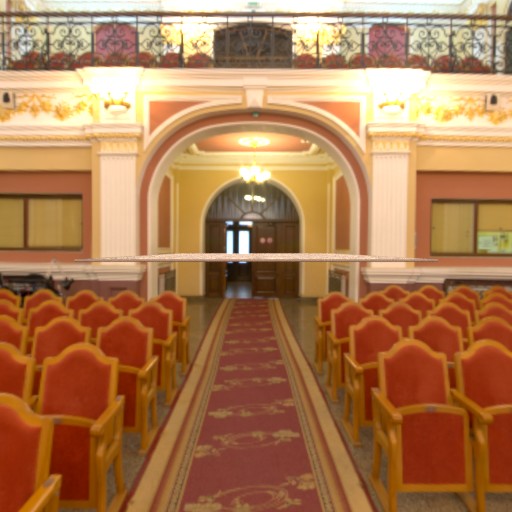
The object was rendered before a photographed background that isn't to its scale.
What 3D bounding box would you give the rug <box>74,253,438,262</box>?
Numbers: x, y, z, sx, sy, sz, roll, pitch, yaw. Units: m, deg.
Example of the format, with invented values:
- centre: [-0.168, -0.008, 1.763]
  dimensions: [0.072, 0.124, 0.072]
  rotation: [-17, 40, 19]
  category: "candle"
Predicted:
- centre: [0.000, 0.000, 3.060]
  dimensions: [1.524, 0.011, 2.438]
  rotation: [0, 1, 0]
  category: "rug"
